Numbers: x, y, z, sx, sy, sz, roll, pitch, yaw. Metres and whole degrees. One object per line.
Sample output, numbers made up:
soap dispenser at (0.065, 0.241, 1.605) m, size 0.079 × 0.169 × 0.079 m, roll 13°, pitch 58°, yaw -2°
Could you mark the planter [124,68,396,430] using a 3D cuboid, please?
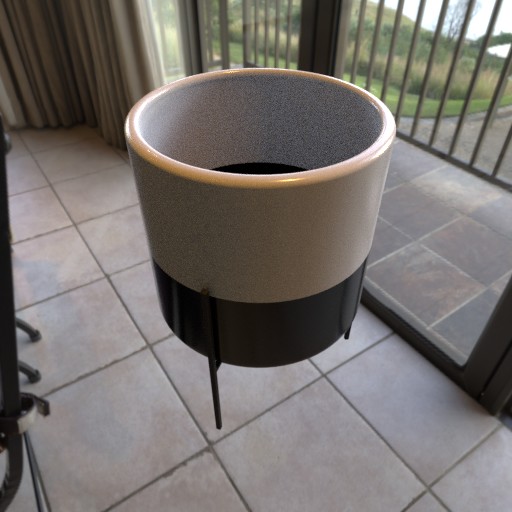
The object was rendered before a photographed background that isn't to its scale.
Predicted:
planter at (0.000, 0.000, 0.640) m, size 0.310 × 0.432 × 0.310 m, roll 27°, pitch 48°, yaw 27°
